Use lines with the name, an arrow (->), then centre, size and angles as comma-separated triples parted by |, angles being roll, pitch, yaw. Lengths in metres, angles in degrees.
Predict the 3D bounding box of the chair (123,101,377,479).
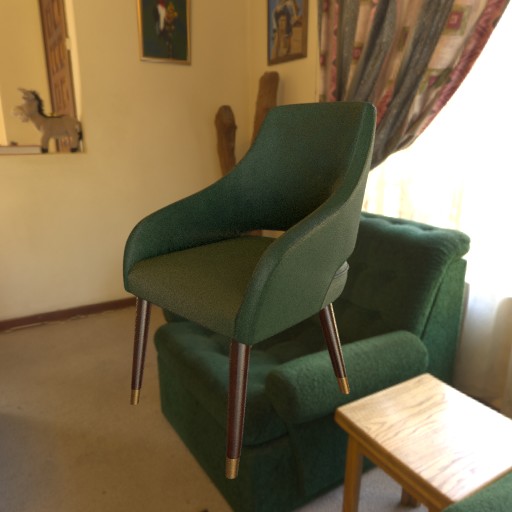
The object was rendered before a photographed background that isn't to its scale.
chair -> 0.000, 0.000, 1.596 | 0.683, 1.081, 0.794 | 14, 21, 41
